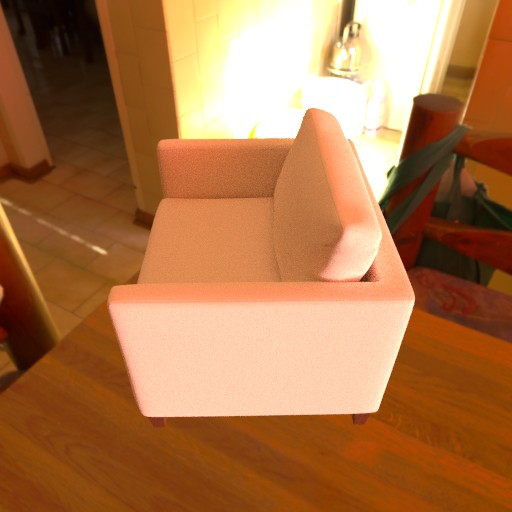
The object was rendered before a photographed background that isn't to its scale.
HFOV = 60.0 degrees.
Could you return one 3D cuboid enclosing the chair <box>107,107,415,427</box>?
[{"bbox_3d":[0.000,0.000,1.729,0.878,0.885,1.019,-1,41,-1],"label":"chair"}]
